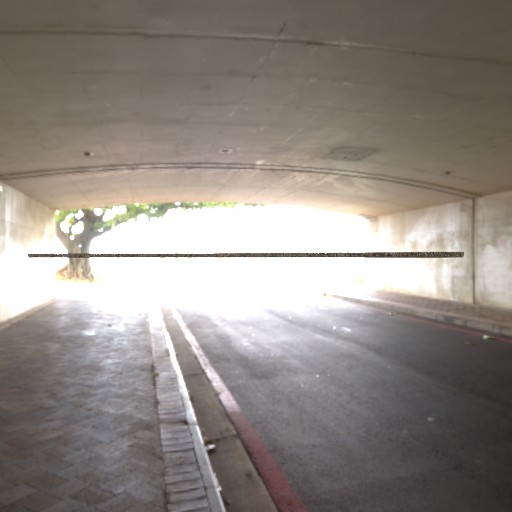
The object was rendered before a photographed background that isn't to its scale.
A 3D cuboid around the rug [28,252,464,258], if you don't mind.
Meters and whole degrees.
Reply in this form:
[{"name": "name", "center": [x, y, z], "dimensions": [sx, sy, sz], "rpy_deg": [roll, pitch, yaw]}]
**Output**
[{"name": "rug", "center": [0.000, 0.000, 2.951], "dimensions": [2.350, 0.025, 1.502], "rpy_deg": [0, 0, 18]}]
